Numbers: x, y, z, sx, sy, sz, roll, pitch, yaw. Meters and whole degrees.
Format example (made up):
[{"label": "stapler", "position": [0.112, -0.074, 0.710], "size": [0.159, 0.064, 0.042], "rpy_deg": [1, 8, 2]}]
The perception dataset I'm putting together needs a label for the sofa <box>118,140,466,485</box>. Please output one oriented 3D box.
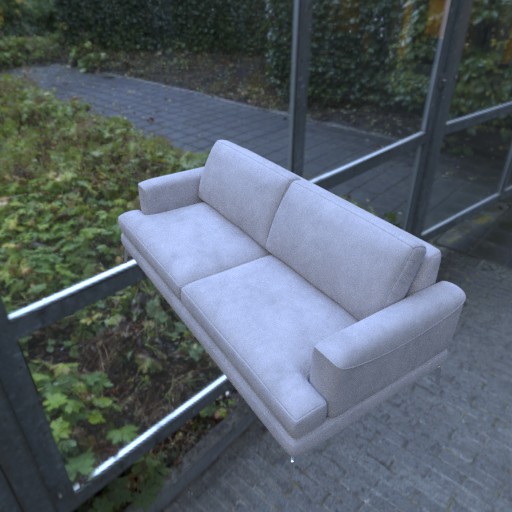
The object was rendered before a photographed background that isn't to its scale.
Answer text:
[{"label": "sofa", "position": [0.000, 0.000, 2.517], "size": [0.980, 0.830, 2.013], "rpy_deg": [-20, 37, -28]}]
